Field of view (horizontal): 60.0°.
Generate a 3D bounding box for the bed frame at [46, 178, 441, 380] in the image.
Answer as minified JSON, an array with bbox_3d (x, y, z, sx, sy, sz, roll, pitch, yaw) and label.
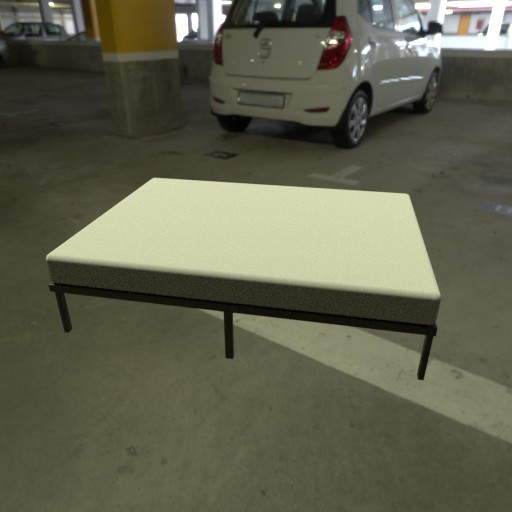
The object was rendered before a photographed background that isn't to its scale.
[{"bbox_3d":[0.000,0.000,3.791,2.842,0.680,2.205,9,28,17],"label":"bed frame"}]
